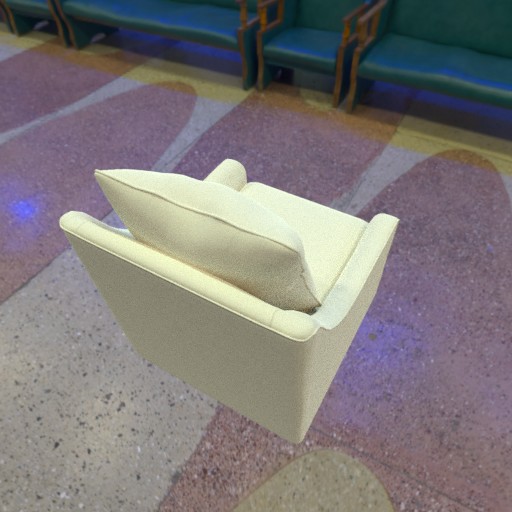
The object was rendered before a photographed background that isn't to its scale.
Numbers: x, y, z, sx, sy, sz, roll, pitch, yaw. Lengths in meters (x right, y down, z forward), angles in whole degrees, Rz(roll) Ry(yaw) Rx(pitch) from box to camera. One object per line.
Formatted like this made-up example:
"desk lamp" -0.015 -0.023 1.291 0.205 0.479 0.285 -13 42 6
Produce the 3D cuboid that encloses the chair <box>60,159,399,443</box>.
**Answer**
"chair" 0.000 0.000 1.546 0.756 0.965 0.876 23 51 20
